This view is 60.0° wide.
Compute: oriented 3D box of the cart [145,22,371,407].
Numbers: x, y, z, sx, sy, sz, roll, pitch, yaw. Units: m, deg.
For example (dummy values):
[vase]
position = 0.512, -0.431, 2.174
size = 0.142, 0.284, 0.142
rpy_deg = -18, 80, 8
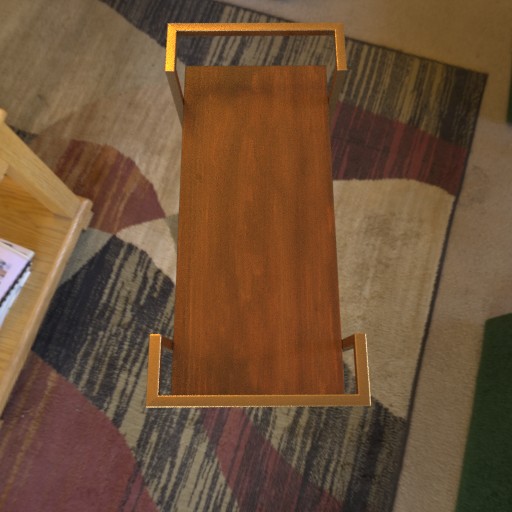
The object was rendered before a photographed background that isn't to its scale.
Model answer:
[cart]
position = 0.000, 0.000, 1.128
size = 0.364, 0.807, 0.695
rpy_deg = 0, 74, 0
